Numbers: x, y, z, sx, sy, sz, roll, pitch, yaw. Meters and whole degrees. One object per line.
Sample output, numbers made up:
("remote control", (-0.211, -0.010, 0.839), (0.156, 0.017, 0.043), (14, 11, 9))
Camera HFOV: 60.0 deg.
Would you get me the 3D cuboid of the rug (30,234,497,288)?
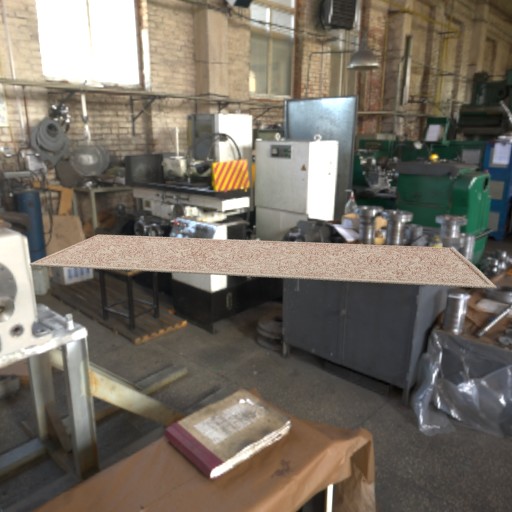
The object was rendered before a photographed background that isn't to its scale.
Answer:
("rug", (0.000, 0.000, 2.651), (2.448, 0.012, 0.769), (2, 15, 9))
